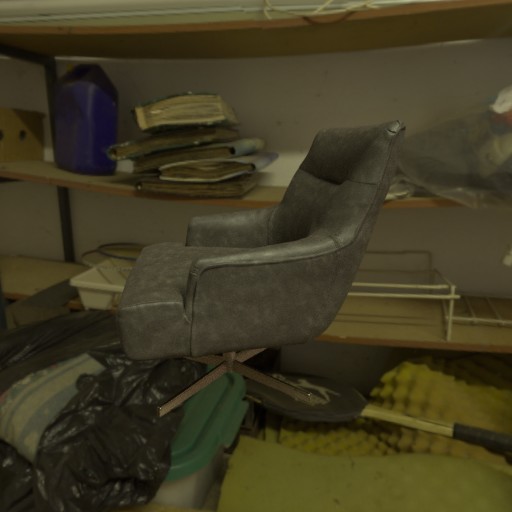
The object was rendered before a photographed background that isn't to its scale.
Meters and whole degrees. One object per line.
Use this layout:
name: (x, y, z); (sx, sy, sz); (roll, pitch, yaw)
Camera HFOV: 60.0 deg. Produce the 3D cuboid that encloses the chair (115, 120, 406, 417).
chair: (0.000, 0.000, 1.523); (0.874, 0.870, 0.738); (-2, 14, -8)
